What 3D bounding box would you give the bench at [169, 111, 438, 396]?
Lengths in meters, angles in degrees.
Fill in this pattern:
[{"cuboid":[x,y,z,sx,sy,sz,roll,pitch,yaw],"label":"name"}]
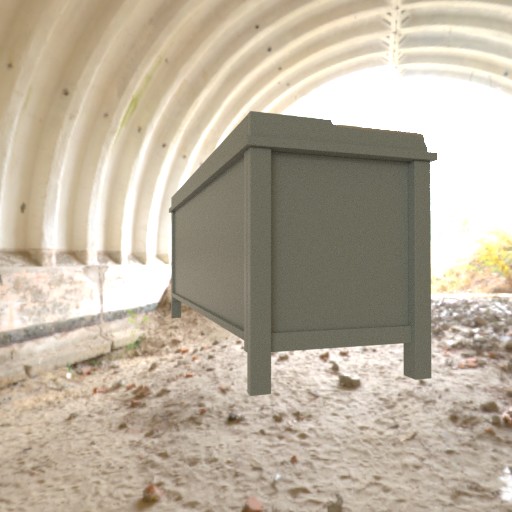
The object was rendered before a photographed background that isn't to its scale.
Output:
[{"cuboid":[0.000,0.000,1.365,0.398,0.501,1.140,0,-1,-18],"label":"bench"}]
